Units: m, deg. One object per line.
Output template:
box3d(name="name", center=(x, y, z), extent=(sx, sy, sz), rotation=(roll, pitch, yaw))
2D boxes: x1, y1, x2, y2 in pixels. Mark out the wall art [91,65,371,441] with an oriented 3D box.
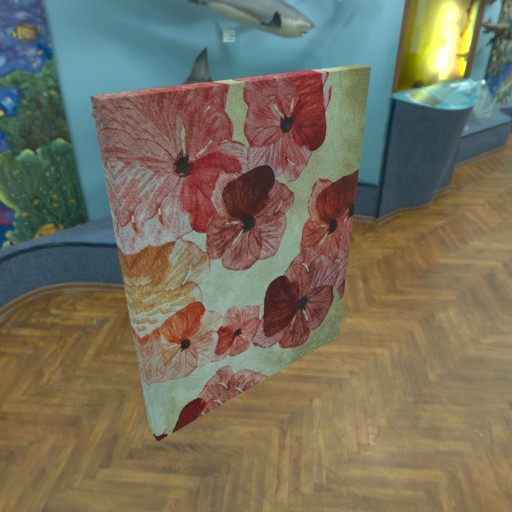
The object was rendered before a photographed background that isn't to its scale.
box3d(name="wall art", center=(0.000, 0.000, 0.676), extent=(0.406, 0.508, 0.028), rotation=(-21, 36, -32))
